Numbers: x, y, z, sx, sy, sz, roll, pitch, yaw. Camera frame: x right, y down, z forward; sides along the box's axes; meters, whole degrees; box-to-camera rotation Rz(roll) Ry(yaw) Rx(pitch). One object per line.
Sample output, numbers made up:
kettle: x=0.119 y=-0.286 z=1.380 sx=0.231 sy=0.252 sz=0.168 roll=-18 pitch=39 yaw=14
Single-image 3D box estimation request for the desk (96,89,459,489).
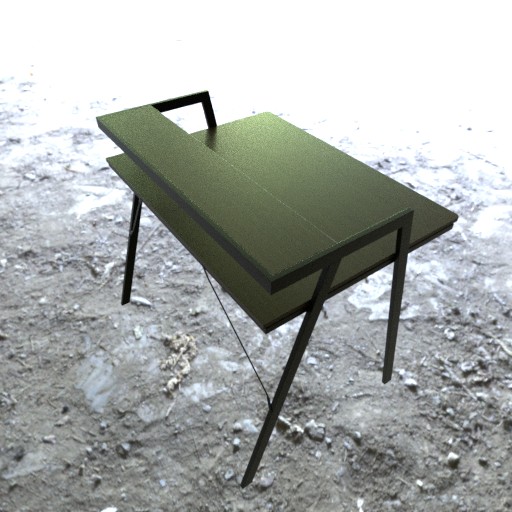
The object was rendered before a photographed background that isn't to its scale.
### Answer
desk: x=0.000 y=0.000 z=1.866 sx=0.936 sy=0.998 sz=1.143 roll=-25 pitch=46 yaw=-26
